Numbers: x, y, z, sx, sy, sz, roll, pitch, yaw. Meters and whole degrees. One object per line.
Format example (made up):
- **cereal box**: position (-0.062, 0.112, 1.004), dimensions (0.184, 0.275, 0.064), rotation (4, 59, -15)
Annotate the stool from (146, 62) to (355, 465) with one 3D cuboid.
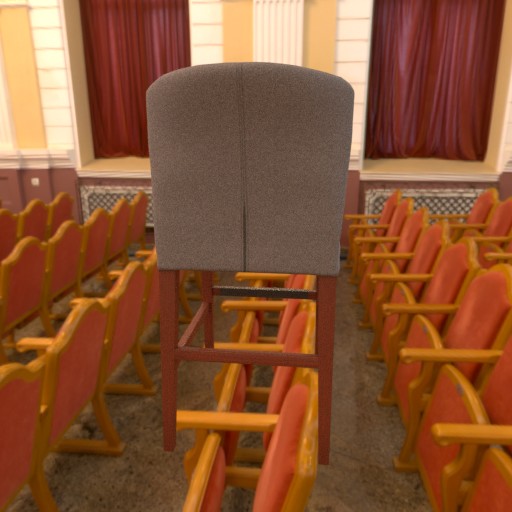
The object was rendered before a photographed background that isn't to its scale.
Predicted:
- **stool**: position (0.000, 0.000, 1.281), dimensions (0.481, 0.968, 0.568), rotation (2, 16, 6)
